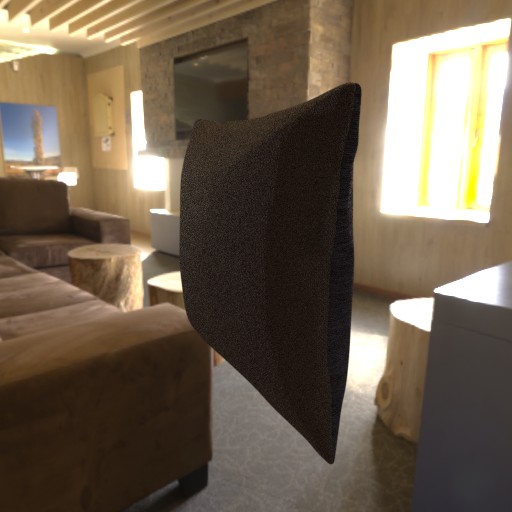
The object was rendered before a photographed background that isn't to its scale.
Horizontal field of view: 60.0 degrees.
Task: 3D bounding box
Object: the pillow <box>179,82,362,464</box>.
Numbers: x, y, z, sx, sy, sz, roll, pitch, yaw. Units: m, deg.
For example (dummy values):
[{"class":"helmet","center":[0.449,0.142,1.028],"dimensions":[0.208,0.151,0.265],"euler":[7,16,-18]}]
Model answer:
[{"class":"pillow","center":[0.000,0.000,0.680],"dimensions":[0.204,0.439,0.452],"euler":[-6,14,-27]}]
